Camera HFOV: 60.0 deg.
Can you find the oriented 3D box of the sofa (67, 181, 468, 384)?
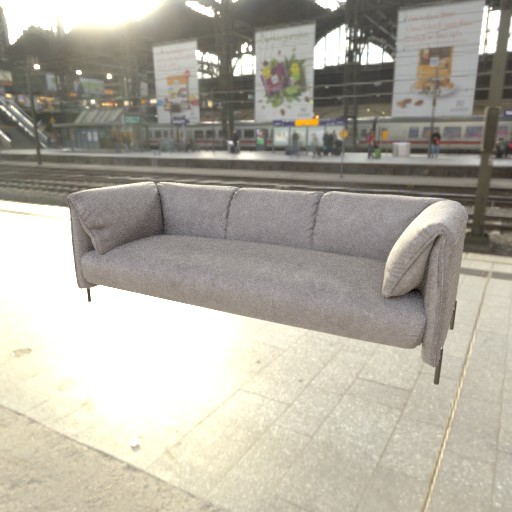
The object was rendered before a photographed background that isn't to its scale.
[{"bbox_3d":[0.000,0.000,2.673,2.238,0.758,0.899,8,17,27],"label":"sofa"}]
